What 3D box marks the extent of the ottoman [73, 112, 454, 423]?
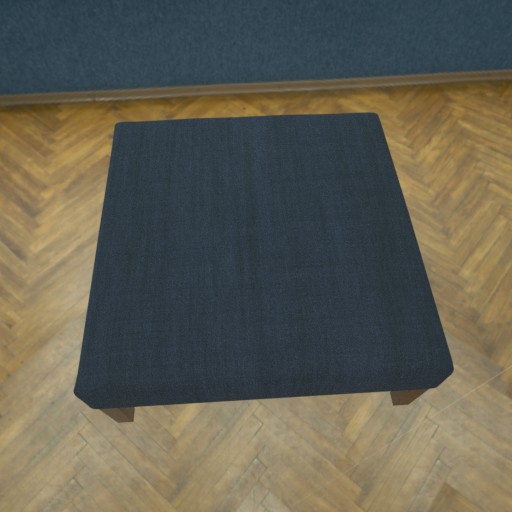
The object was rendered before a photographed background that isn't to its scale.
[{"bbox_3d":[0.000,0.000,1.377,0.889,0.411,0.890,-3,58,-2],"label":"ottoman"}]
